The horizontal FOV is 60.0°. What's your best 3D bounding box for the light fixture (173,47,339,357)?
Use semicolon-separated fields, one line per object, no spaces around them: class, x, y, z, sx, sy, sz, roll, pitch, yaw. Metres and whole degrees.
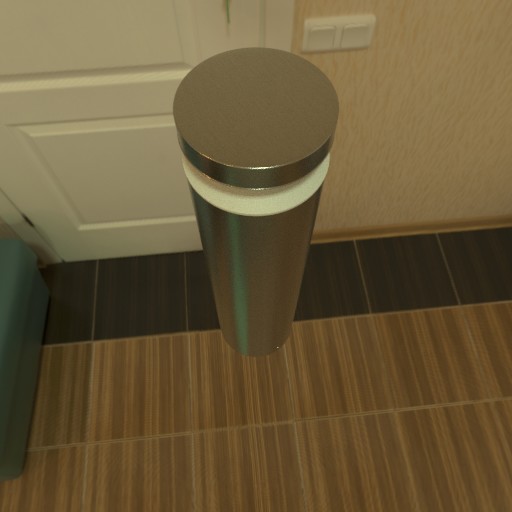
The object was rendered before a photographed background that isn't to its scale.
light fixture;0.000;0.000;0.444;0.102;0.400;0.102;-32;67;-15
